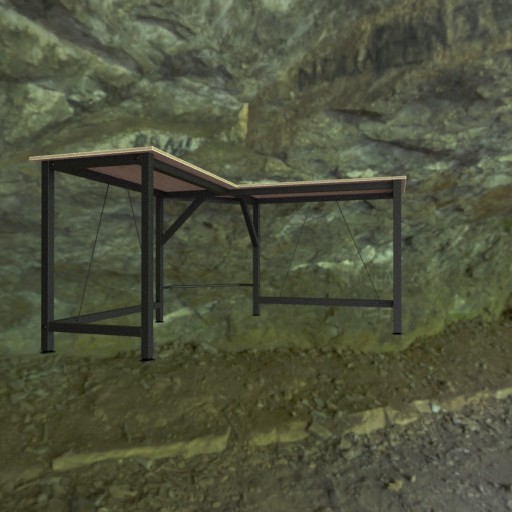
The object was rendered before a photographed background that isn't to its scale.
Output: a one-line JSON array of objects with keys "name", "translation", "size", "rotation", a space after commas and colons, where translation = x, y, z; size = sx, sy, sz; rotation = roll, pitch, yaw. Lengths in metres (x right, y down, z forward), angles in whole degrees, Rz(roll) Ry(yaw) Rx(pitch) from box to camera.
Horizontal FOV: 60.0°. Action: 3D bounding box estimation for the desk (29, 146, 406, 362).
[{"name": "desk", "translation": [0.000, 0.000, 2.172], "size": [1.400, 0.762, 1.400], "rotation": [0, 0, 18]}]
